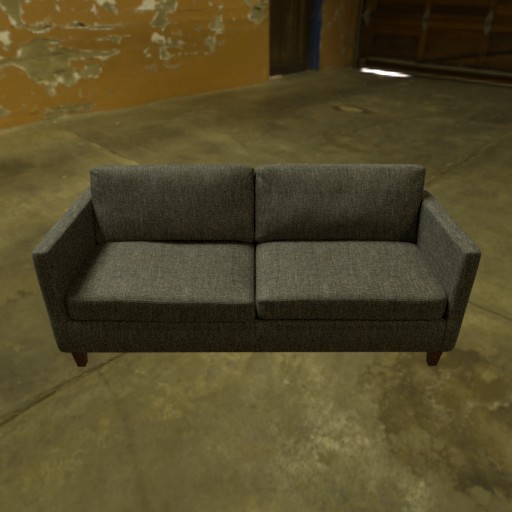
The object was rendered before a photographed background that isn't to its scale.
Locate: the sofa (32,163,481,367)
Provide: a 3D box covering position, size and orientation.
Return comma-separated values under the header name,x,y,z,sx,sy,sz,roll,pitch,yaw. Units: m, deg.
name,x,y,z,sx,sy,sz,roll,pitch,yaw
sofa,0.000,0.000,2.651,2.208,0.960,0.948,0,30,0
